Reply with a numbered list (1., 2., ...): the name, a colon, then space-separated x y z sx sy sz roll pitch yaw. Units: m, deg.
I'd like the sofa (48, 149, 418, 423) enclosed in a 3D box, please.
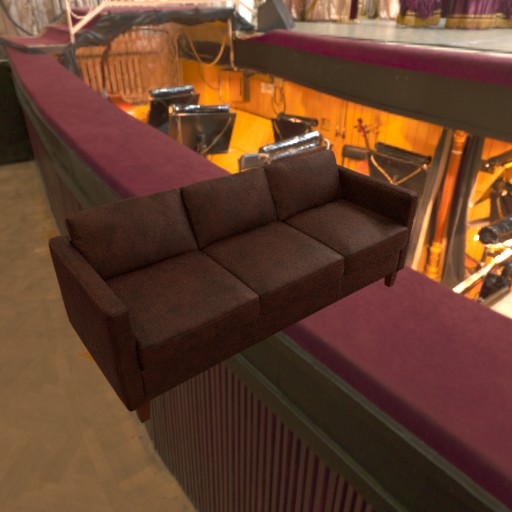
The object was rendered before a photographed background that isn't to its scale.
1. sofa: 0.000 0.000 3.164 2.464 1.006 1.045 -21 36 -32
